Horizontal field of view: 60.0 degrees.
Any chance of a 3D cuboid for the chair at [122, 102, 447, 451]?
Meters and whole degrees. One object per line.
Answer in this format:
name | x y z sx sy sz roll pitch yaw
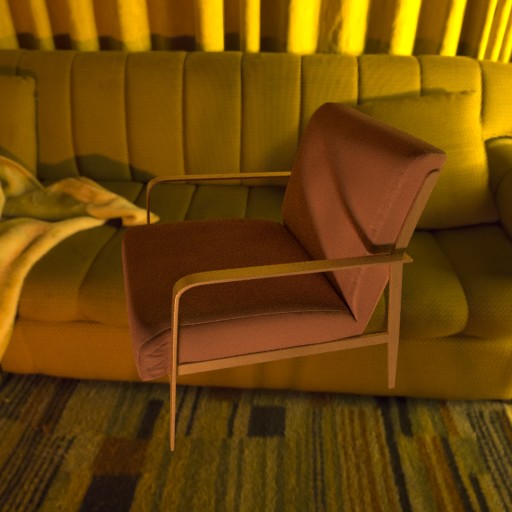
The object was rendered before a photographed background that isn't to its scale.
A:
chair | 0.000 0.000 1.456 0.848 0.823 0.701 -9 32 -15
